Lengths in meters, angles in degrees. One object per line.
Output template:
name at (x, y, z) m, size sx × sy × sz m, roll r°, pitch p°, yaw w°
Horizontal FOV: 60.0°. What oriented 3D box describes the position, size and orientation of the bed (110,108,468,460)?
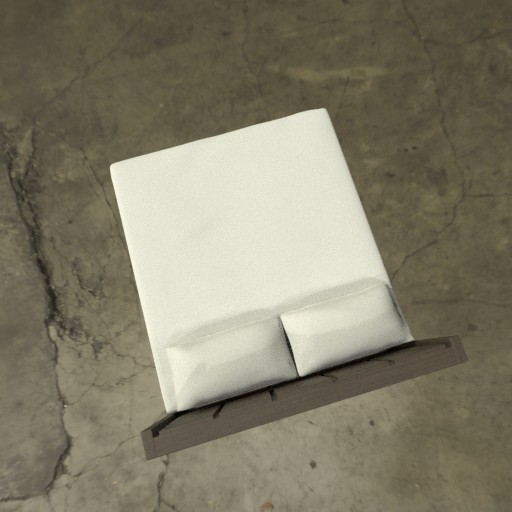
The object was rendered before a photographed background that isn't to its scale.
bed at (0.000, 0.000, 3.092) m, size 1.735 × 1.261 × 1.992 m, roll -16°, pitch 77°, yaw -4°
